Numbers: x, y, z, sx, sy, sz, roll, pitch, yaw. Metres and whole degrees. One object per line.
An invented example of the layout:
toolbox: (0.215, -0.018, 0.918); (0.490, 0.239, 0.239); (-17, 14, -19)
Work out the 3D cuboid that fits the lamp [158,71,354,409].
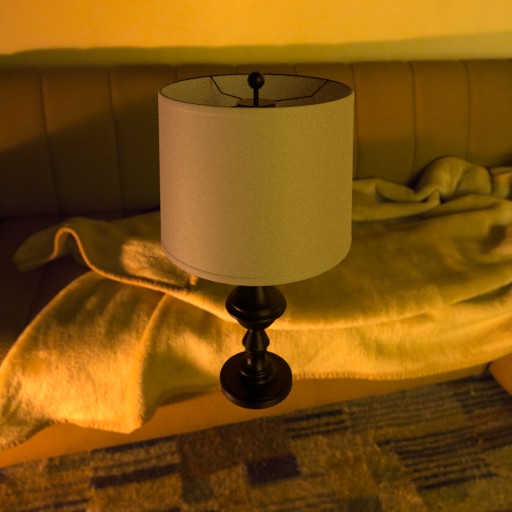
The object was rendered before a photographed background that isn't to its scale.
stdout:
lamp: (0.000, 0.000, 0.934); (0.383, 0.726, 0.383); (0, 30, 0)
